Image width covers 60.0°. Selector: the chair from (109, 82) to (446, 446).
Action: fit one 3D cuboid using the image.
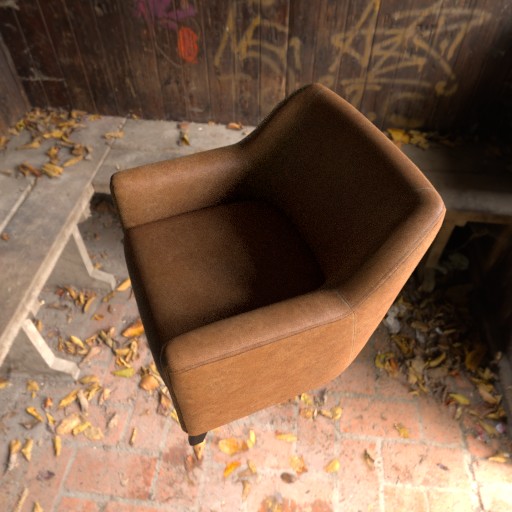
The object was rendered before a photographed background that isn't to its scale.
[{"bbox_3d":[0.000,0.000,1.854,1.034,0.980,1.037,-17,51,-15],"label":"chair"}]
